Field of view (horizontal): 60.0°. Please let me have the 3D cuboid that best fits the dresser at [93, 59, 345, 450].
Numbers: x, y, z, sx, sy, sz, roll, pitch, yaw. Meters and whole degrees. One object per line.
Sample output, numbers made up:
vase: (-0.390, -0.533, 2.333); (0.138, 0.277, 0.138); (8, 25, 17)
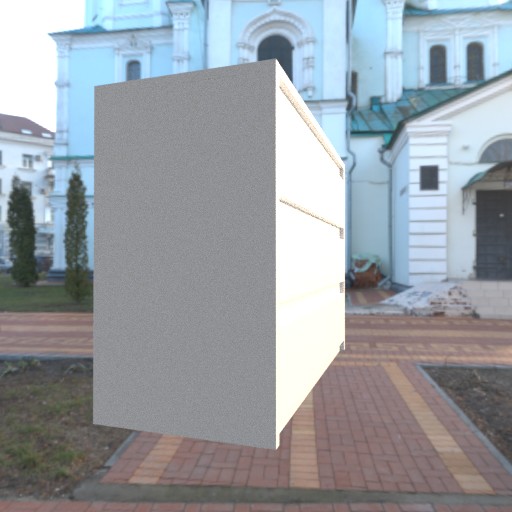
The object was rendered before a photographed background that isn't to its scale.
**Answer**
dresser: (0.000, 0.000, 1.522); (0.460, 0.820, 1.100); (0, -1, 19)
